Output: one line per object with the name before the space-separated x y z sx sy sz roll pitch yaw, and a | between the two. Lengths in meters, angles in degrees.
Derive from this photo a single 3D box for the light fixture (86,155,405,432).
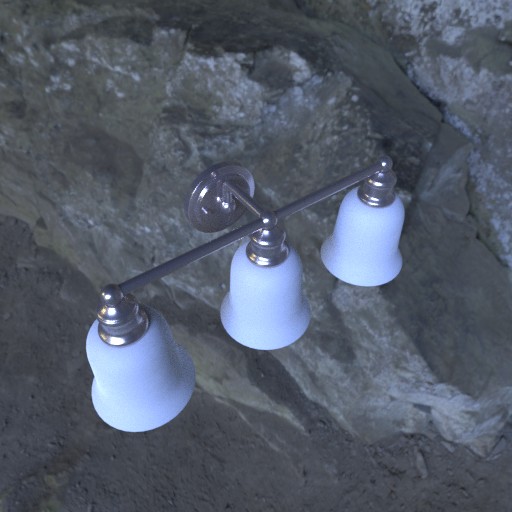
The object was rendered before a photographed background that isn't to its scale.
light fixture | 0.000 0.000 0.651 0.570 0.211 0.198 -27 52 -23
